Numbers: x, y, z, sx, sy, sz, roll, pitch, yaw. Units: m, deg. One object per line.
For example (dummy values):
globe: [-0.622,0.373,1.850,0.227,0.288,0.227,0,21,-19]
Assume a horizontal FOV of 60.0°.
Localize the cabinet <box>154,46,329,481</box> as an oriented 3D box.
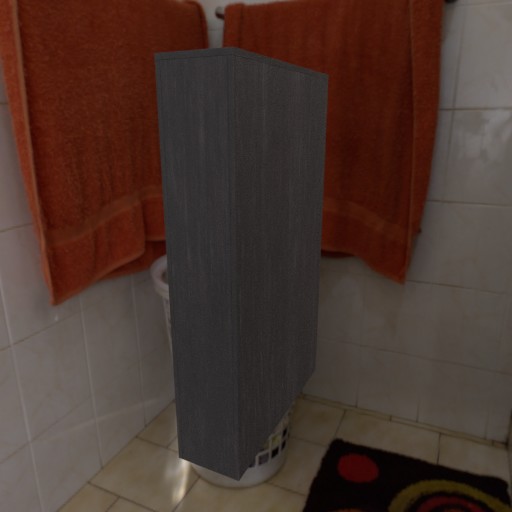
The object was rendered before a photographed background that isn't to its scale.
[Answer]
cabinet: [0.000,0.000,1.617,0.250,1.280,0.750,8,19,25]
